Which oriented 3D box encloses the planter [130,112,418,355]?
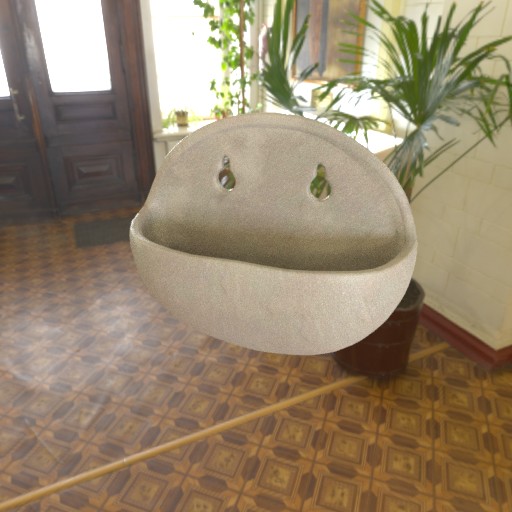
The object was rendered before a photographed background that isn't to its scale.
[{"bbox_3d":[0.000,0.000,0.278,0.190,0.164,0.073,9,27,17],"label":"planter"}]
